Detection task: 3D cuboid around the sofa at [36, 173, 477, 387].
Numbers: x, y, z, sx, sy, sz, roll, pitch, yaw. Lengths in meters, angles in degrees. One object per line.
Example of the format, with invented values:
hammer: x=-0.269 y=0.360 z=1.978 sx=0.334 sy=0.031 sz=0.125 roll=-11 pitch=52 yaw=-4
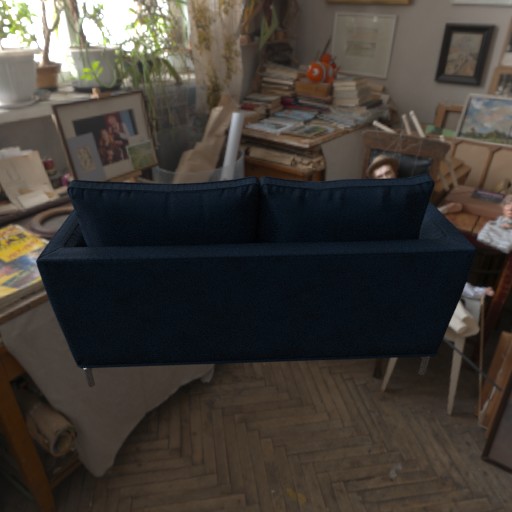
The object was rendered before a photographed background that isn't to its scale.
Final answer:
sofa: x=0.000 y=0.000 z=2.237 sx=1.770 sy=1.002 sz=0.853 roll=-1 pitch=30 yaw=-2
